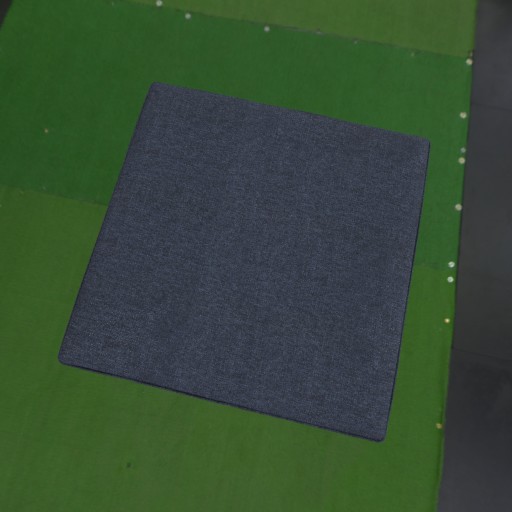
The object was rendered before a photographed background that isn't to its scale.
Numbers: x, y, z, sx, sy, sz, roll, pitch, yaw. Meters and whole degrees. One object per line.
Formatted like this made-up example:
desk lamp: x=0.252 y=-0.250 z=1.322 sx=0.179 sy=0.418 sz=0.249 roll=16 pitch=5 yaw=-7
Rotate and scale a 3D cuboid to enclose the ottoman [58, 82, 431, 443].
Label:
ottoman: x=0.000 y=0.000 z=1.581 sx=1.017 sy=0.423 sz=1.023 roll=14 pitch=76 yaw=4
